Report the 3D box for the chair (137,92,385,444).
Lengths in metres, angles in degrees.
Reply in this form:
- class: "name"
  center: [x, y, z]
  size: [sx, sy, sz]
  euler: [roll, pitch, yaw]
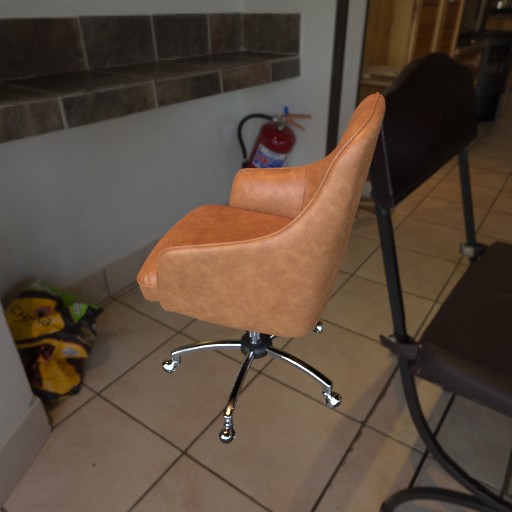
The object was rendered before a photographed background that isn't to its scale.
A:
- class: "chair"
  center: [0.000, 0.000, 1.300]
  size: [0.615, 0.909, 0.628]
  euler: [8, 30, 14]
